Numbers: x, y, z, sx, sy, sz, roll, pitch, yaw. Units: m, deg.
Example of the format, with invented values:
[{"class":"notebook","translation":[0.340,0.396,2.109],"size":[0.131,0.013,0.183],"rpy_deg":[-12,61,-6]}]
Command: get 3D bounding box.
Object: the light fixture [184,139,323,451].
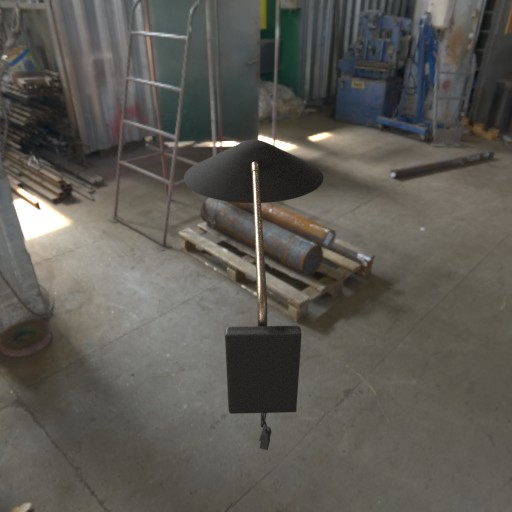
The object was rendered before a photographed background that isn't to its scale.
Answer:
[{"class":"light fixture","translation":[0.000,0.000,0.691],"size":[0.240,0.312,0.516],"rpy_deg":[-1,31,-1]}]
